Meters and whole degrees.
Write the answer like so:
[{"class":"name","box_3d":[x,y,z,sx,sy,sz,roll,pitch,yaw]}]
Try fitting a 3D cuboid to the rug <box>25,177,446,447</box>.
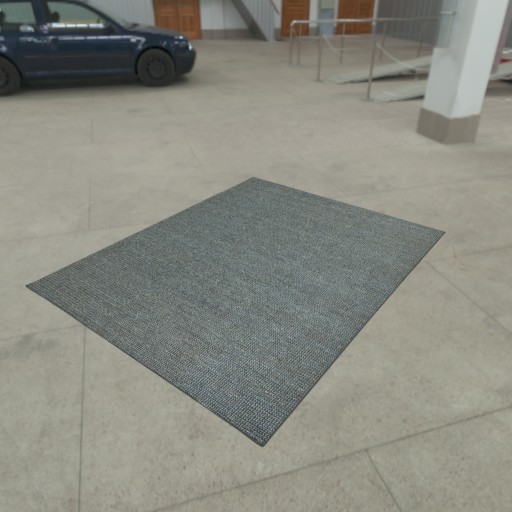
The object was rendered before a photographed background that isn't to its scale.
[{"class":"rug","box_3d":[0.000,0.000,4.048,2.456,0.021,3.068,22,38,31]}]
